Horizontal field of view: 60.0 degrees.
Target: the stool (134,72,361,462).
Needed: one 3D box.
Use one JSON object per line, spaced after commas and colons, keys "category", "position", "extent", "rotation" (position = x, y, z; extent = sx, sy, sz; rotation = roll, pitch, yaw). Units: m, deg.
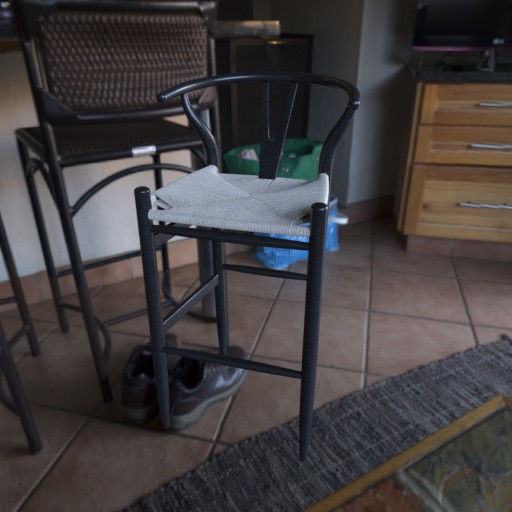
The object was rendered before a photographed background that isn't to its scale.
{"category": "stool", "position": [0.000, 0.000, 1.429], "extent": [0.569, 1.072, 0.579], "rotation": [7, 26, 15]}
